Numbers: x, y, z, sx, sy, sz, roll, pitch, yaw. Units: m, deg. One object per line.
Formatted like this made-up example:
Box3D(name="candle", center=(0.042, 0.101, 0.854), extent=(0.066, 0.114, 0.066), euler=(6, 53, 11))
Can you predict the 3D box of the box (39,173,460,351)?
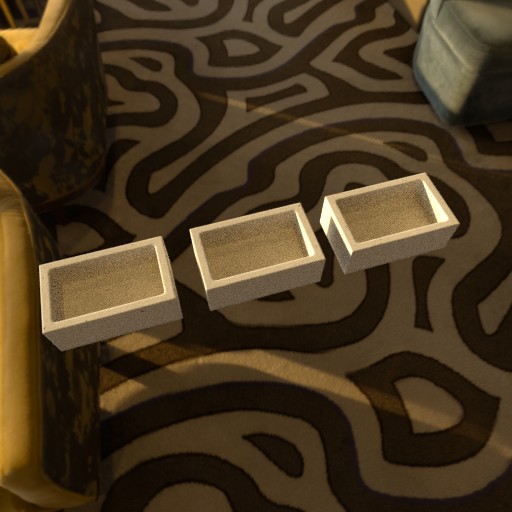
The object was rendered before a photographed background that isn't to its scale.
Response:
Box3D(name="box", center=(0.000, 0.000, 0.511), extent=(0.461, 0.051, 0.082), euler=(-14, 59, -9))
